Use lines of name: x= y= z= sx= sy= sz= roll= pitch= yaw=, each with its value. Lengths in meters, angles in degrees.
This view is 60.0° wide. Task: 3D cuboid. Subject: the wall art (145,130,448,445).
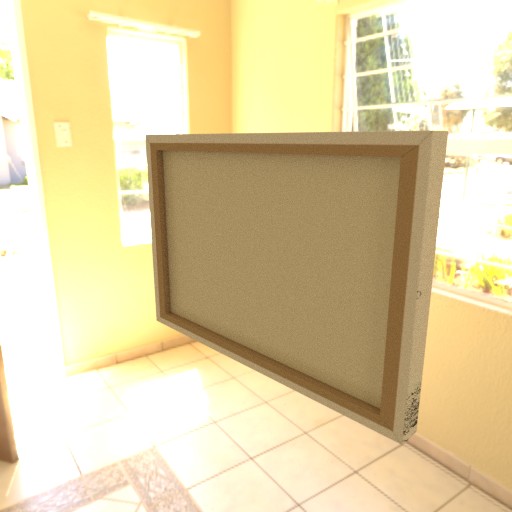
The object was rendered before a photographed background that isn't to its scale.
wall art: x=0.000 y=0.000 z=0.775 sx=0.042 sy=0.414 sz=0.608 roll=-14 pitch=20 yaw=-43
